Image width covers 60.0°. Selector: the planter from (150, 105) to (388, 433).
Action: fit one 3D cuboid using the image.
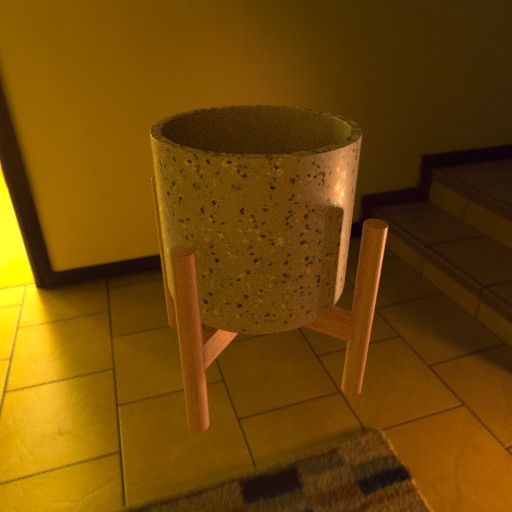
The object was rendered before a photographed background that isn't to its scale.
[{"bbox_3d":[0.000,0.000,0.553,0.284,0.320,0.284,-22,36,-33],"label":"planter"}]
